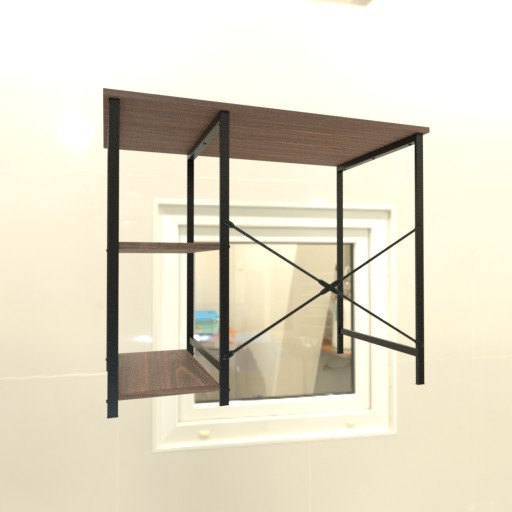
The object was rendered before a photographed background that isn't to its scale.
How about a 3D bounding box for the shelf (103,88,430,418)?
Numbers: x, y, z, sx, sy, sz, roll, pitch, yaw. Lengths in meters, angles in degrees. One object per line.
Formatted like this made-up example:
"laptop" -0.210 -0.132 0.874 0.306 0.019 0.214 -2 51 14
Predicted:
"shelf" 0.000 0.000 1.378 0.902 0.750 0.498 0 -1 -19
